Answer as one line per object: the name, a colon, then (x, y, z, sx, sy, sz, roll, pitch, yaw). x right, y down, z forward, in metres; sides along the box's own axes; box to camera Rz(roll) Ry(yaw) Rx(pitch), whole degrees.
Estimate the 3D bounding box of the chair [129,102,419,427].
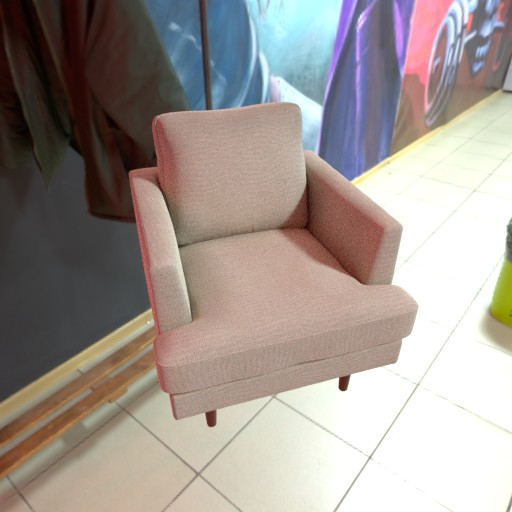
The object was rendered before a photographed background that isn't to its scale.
chair: (0.000, 0.000, 1.672, 0.858, 0.957, 0.899, -10, 34, -15)
